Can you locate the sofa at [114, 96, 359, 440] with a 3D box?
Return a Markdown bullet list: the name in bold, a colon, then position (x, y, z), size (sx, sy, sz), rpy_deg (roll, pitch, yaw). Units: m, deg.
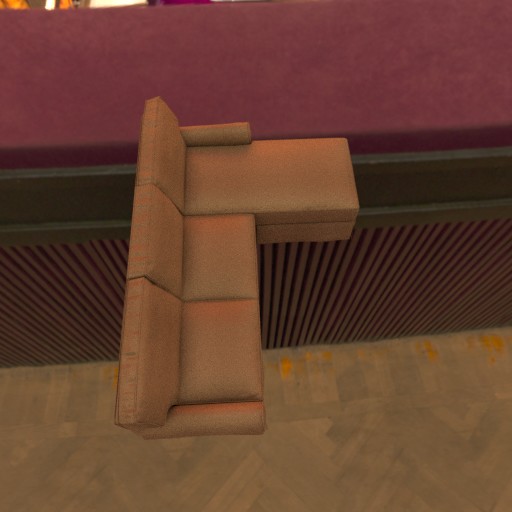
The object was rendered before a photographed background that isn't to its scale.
- **sofa**: position (0.000, 0.000, 3.325), size (1.733, 0.978, 2.475), rpy_deg (-2, 63, -1)
